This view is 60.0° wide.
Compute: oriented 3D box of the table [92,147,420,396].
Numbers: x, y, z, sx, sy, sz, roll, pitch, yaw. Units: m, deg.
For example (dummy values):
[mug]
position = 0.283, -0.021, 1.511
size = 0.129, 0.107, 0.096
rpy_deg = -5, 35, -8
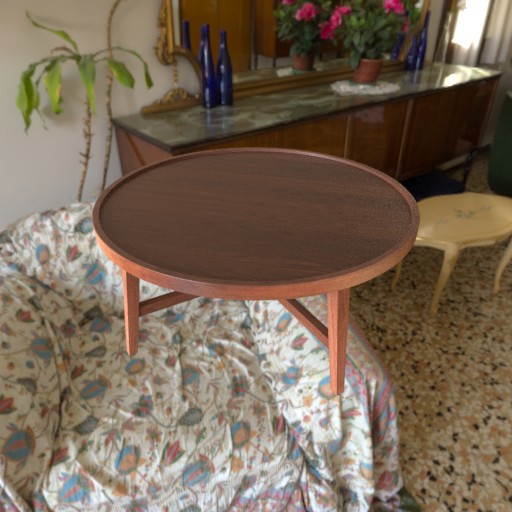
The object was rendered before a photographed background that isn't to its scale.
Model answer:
[table]
position = 0.000, 0.000, 1.226
size = 0.800, 0.360, 0.800
rpy_deg = 0, 31, 0
